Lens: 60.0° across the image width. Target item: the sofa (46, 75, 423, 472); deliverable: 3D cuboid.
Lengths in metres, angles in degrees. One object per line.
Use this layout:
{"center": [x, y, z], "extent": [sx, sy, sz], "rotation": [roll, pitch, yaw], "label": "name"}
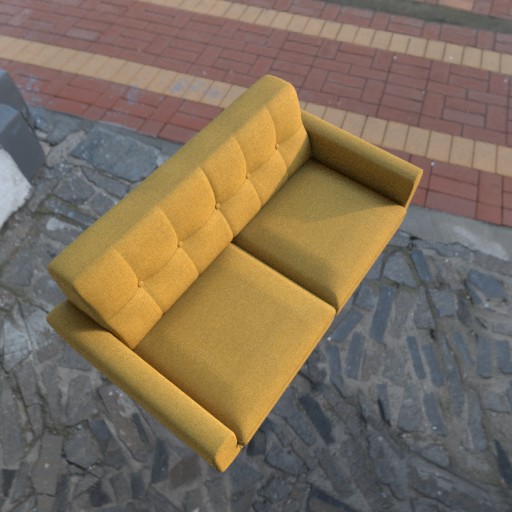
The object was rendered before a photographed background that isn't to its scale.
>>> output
{"center": [0.000, 0.000, 2.087], "extent": [0.909, 0.841, 1.631], "rotation": [32, 64, 18], "label": "sofa"}
